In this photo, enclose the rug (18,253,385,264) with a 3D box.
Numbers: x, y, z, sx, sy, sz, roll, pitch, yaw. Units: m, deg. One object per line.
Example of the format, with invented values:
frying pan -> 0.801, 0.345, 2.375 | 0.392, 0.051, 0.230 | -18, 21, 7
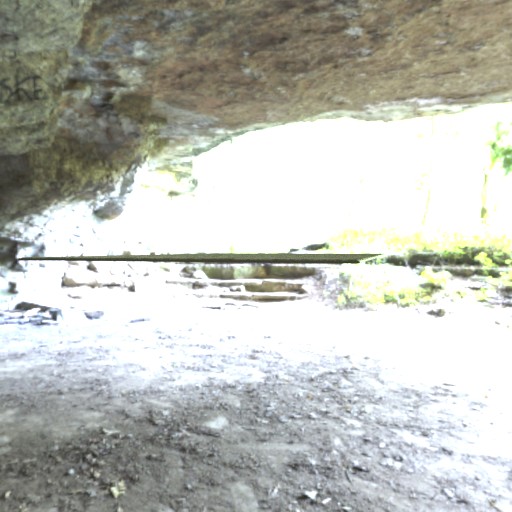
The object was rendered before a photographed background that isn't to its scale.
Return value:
rug -> 0.000, 0.000, 2.271 | 1.206, 0.012, 1.824 | 0, 1, 18
